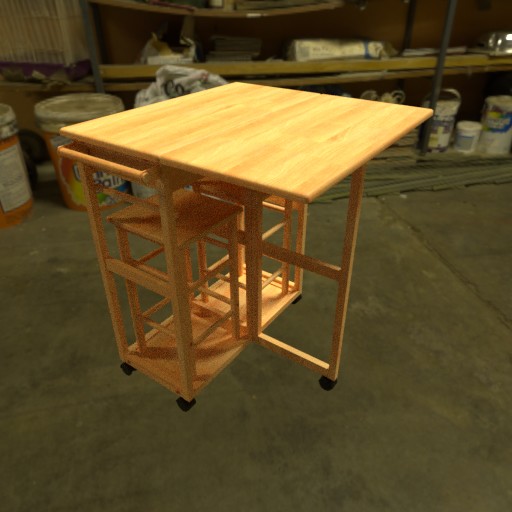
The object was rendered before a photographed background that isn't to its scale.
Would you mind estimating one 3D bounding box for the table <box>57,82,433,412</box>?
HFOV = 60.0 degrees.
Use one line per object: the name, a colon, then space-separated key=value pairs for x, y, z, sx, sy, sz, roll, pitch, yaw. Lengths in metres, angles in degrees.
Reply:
table: x=0.000 y=0.000 z=1.365 sx=0.693 sy=0.832 sz=0.752 roll=20 pitch=37 yaw=29
